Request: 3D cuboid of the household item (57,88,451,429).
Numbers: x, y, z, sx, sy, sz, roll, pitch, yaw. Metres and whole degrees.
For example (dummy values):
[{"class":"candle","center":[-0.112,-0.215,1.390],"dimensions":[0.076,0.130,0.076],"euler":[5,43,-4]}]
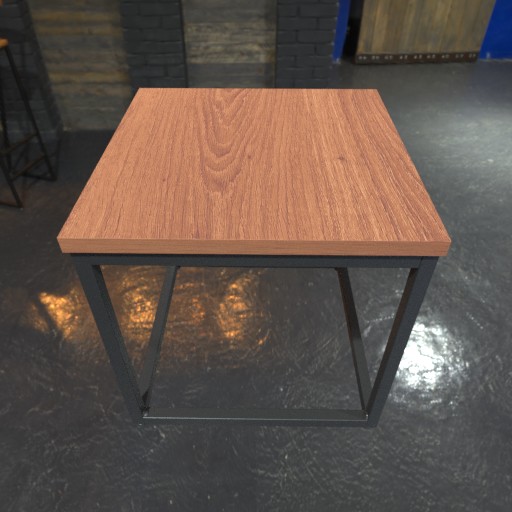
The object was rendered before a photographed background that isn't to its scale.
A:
[{"class":"household item","center":[0.000,0.000,0.731],"dimensions":[0.400,0.400,0.400],"euler":[1,42,1]}]
